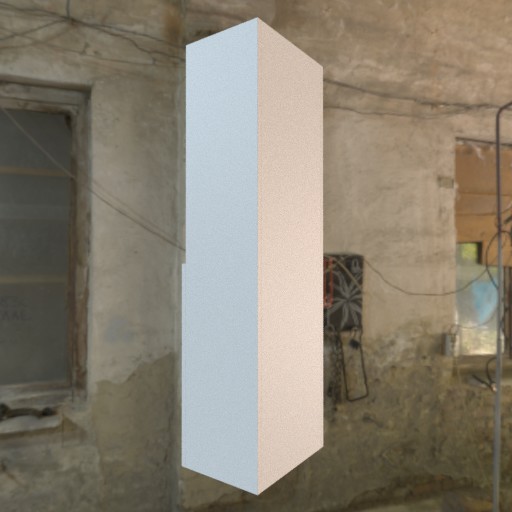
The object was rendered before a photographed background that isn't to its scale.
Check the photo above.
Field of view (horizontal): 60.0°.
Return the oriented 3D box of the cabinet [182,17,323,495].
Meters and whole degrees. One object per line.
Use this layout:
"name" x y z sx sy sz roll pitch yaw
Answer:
"cabinet" 0.000 0.000 1.502 0.300 1.350 0.400 0 0 36
